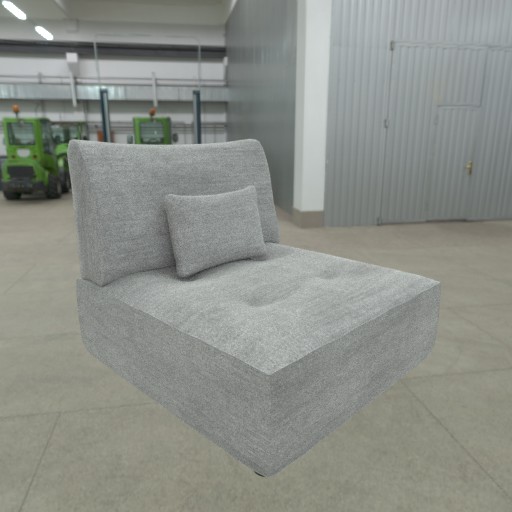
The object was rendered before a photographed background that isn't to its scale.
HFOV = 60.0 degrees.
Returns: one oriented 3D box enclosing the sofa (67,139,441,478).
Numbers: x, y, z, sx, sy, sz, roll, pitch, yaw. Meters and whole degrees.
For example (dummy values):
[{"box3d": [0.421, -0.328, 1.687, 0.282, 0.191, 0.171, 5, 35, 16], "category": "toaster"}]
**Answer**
[{"box3d": [0.000, 0.000, 1.615, 1.000, 0.820, 0.930, 14, 21, 43], "category": "sofa"}]
